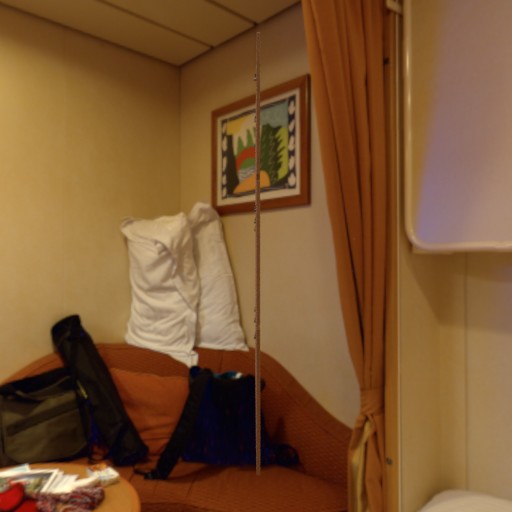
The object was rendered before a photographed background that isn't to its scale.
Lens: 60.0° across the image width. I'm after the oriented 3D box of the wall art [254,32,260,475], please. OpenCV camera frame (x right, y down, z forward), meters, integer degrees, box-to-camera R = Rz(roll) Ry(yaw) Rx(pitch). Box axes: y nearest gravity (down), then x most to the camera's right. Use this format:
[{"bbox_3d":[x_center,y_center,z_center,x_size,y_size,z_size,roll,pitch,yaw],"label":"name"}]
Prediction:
[{"bbox_3d":[0.000,0.000,2.285,0.023,1.522,1.526,0,-1,0],"label":"wall art"}]
